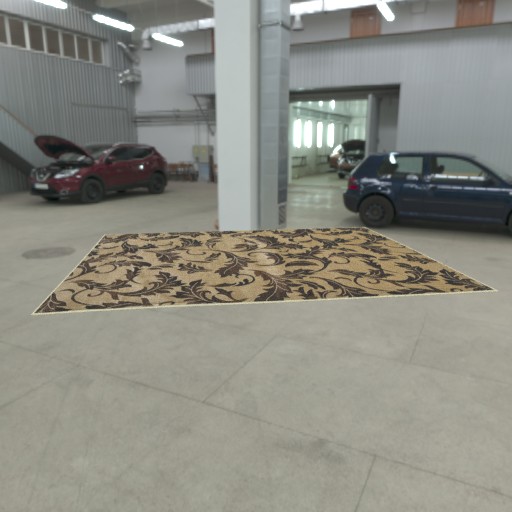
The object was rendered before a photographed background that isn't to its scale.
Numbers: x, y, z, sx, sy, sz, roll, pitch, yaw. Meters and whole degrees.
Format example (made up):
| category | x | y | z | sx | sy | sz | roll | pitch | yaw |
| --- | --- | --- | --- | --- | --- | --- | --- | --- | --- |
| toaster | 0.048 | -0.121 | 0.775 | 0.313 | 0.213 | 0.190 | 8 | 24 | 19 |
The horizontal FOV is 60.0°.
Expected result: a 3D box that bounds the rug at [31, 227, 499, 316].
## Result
| category | x | y | z | sx | sy | sz | roll | pitch | yaw |
| --- | --- | --- | --- | --- | --- | --- | --- | --- | --- |
| rug | 0.000 | 0.000 | 3.899 | 2.977 | 0.008 | 2.380 | -2 | 14 | -8 |
